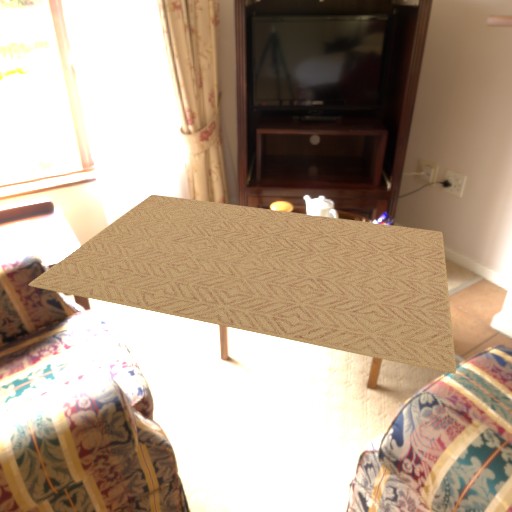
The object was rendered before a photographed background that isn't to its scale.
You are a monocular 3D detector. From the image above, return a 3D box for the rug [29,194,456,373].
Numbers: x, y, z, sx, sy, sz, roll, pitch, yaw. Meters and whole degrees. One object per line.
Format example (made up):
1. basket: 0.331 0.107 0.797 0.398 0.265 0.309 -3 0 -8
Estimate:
1. rug: 0.000 0.000 3.004 2.438 0.008 1.523 9 31 15
